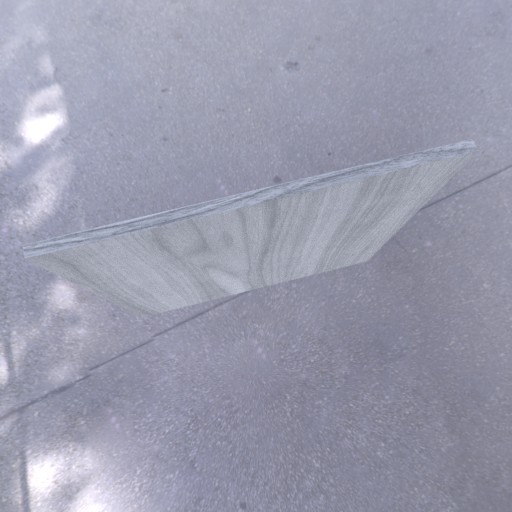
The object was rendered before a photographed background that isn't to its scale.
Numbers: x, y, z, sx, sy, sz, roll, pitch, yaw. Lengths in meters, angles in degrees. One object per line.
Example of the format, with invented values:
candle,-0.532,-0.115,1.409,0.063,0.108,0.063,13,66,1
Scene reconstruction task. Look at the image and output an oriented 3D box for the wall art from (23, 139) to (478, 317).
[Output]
wall art,0.000,0.000,0.727,0.508,0.507,0.016,-14,76,-4
